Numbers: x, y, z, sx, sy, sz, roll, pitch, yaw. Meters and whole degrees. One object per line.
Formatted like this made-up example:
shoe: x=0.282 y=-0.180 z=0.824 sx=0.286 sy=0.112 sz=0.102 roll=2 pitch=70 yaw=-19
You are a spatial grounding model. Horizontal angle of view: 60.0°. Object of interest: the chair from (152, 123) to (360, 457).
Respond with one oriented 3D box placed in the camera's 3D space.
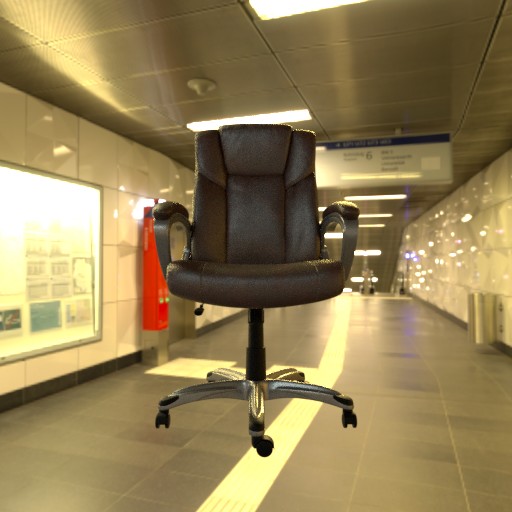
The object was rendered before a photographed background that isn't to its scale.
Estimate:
chair: x=0.000 y=0.000 z=1.577 sx=0.656 sy=1.128 sz=0.692 roll=0 pitch=-1 yaw=0
